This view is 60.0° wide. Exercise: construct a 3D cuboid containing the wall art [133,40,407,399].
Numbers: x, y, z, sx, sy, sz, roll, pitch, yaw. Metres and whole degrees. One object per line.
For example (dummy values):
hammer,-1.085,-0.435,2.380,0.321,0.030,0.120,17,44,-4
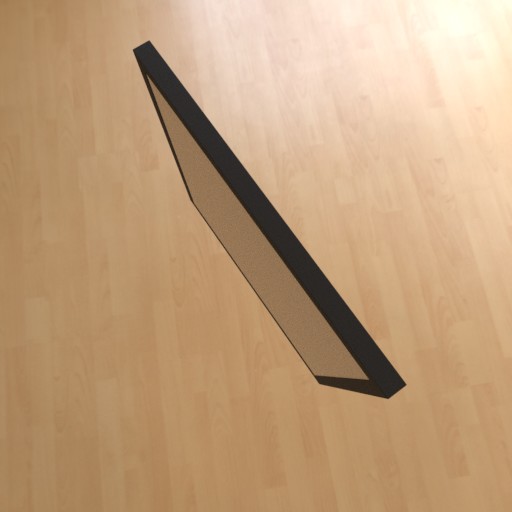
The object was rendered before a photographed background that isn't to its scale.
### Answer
wall art,0.000,0.000,0.451,0.015,0.304,0.306,-34,78,-8
